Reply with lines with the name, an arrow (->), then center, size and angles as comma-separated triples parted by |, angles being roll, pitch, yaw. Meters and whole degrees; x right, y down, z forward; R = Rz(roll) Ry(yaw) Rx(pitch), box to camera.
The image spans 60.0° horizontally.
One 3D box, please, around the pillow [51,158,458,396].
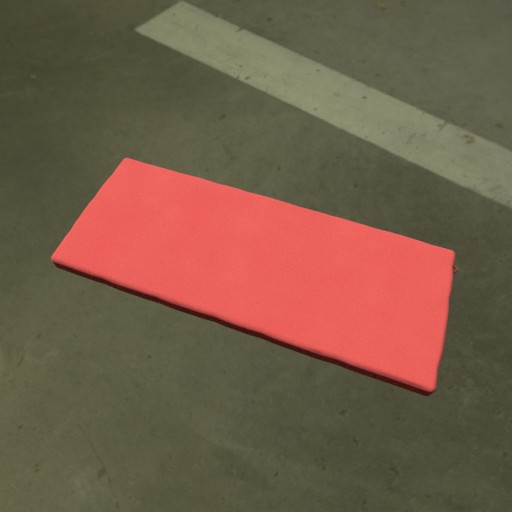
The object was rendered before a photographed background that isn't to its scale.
pillow -> 0.000, 0.000, 1.364 | 1.187, 0.081, 0.492 | 17, 59, 11
